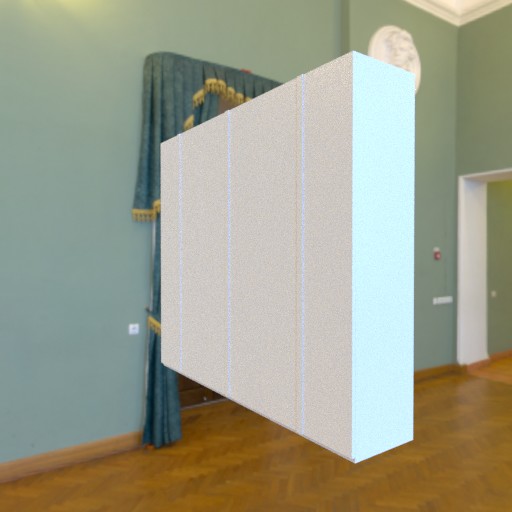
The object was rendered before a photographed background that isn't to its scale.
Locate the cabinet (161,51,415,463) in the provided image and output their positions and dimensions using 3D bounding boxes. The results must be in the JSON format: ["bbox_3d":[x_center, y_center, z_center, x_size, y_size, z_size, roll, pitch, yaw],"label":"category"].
[{"bbox_3d":[0.000,0.000,3.799,0.590,2.370,2.700,-1,1,-35],"label":"cabinet"}]
